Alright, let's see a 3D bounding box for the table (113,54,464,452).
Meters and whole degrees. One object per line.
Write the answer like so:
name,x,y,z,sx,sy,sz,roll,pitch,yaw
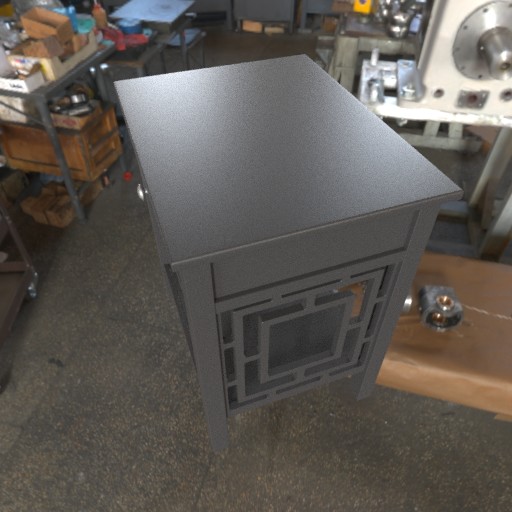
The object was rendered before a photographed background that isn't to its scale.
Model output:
table,0.000,0.000,1.014,0.451,0.646,0.564,-14,47,-14
